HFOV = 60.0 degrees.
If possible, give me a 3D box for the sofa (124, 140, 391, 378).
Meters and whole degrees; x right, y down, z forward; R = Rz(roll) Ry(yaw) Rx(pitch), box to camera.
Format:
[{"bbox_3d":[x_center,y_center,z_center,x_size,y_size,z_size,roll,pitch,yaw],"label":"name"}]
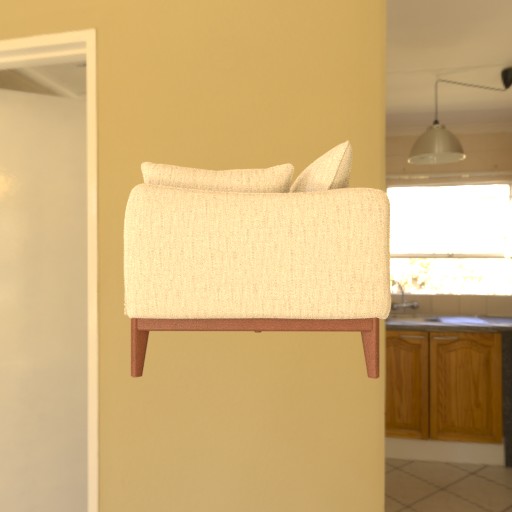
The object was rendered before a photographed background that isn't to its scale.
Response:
[{"bbox_3d":[0.000,0.000,2.509,0.991,0.860,1.989,0,0,1],"label":"sofa"}]
